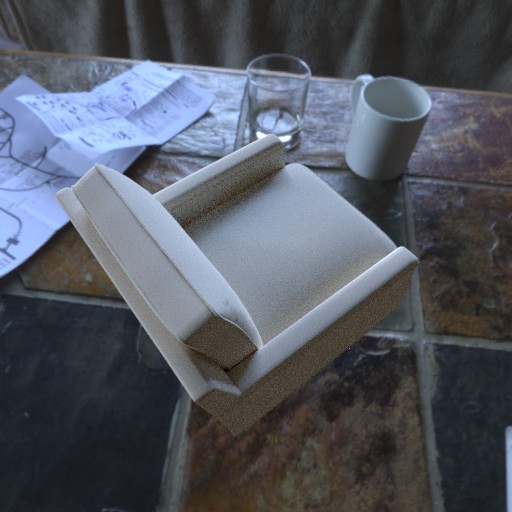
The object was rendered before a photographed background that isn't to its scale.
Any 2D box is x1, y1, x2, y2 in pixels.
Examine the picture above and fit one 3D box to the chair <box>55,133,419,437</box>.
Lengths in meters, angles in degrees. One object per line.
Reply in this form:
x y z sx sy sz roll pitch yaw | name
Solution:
0.000 0.000 1.697 1.014 0.943 0.853 -33 63 -20 | chair
